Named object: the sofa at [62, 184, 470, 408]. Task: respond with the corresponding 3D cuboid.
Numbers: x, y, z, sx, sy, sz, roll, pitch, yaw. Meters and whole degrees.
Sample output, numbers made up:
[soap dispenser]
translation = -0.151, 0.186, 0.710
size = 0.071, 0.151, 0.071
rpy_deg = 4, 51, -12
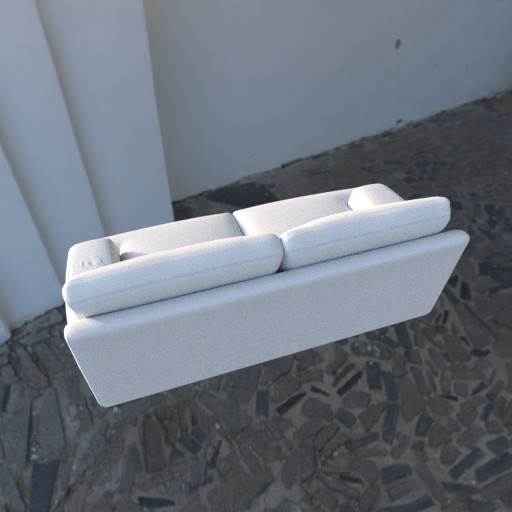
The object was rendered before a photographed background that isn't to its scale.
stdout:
[sofa]
translation = 0.000, 0.000, 2.812
size = 2.261, 0.940, 1.143
rpy_deg = -13, 43, -14
